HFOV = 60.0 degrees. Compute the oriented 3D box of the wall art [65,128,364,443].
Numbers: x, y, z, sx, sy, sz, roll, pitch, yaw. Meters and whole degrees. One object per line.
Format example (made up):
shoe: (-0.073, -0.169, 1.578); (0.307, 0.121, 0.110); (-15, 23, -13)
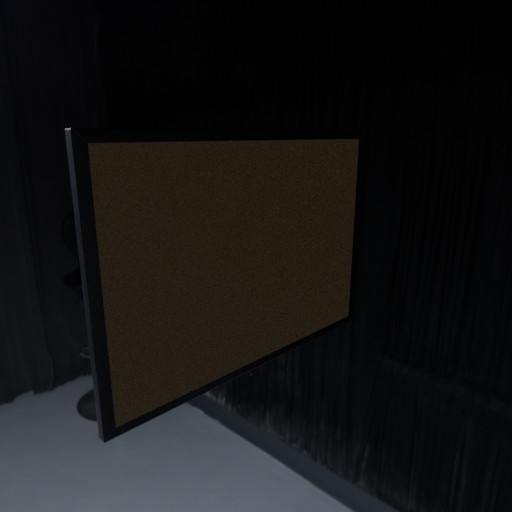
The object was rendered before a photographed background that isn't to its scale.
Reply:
wall art: (0.000, 0.000, 0.560); (0.440, 0.306, 0.013); (-15, 21, -42)
